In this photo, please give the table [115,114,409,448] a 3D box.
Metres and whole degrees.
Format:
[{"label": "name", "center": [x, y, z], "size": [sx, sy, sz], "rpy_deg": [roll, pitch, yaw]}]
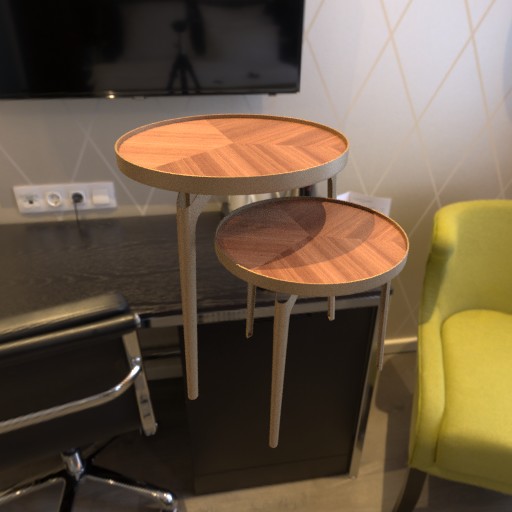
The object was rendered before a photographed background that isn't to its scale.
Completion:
[{"label": "table", "center": [0.000, 0.000, 1.110], "size": [0.532, 0.555, 0.751], "rpy_deg": [-22, 36, -33]}]
